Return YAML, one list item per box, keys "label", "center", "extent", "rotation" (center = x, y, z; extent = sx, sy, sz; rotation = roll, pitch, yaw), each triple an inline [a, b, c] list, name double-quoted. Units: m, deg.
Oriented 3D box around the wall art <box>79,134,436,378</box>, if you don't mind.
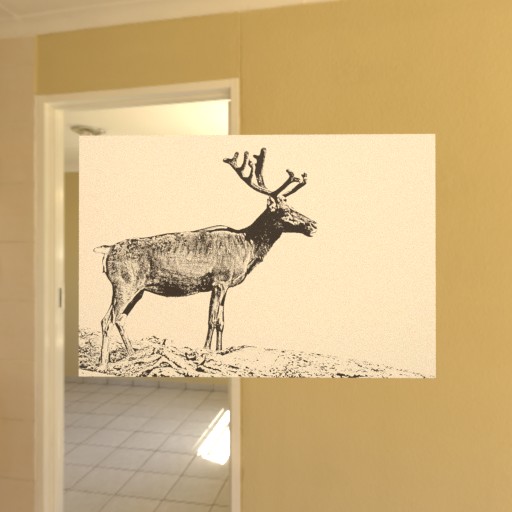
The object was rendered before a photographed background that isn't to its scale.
- label: "wall art"
  center: [0.000, 0.000, 0.776]
  extent: [0.608, 0.414, 0.042]
  rotation: [0, 0, 1]
